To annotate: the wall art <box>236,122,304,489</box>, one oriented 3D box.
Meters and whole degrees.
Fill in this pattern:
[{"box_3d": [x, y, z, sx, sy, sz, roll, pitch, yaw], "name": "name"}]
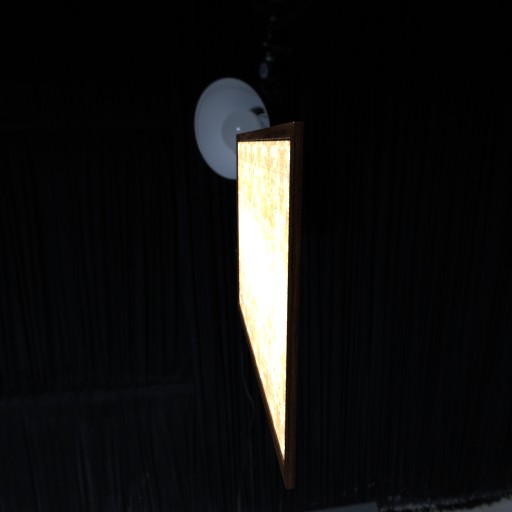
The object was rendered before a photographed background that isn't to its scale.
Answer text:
[{"box_3d": [0.000, 0.000, 1.028, 0.014, 0.559, 0.816, -2, 14, -7], "name": "wall art"}]
